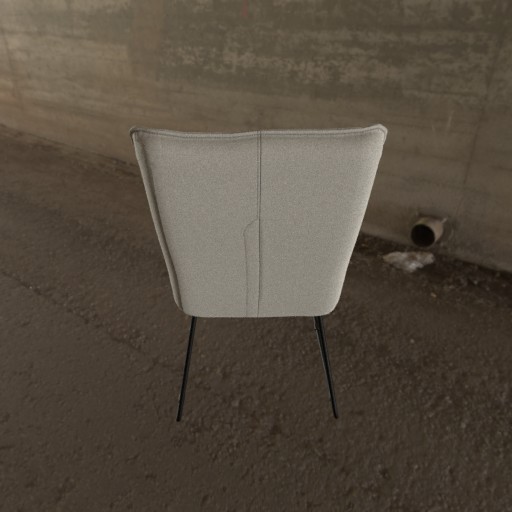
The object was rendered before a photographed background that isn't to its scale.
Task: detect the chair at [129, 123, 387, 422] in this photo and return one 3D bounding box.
[{"bbox_3d":[0.000,0.000,1.345,0.515,0.930,0.688,-1,30,-1],"label":"chair"}]
